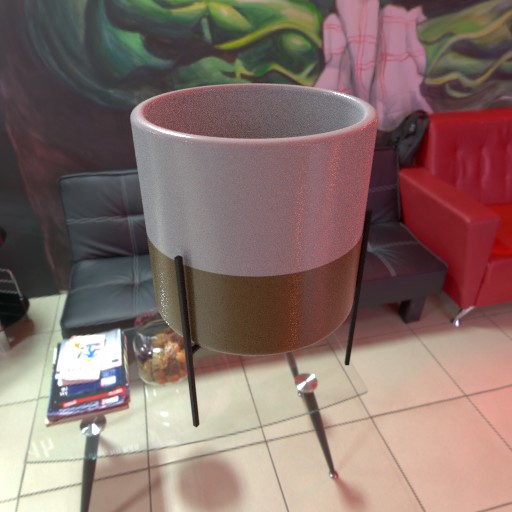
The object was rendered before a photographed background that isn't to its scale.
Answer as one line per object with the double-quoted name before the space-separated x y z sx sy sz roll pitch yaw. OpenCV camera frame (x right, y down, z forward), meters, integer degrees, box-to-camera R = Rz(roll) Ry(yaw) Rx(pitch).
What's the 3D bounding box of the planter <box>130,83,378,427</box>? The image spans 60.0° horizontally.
"planter" 0.000 0.000 0.658 0.310 0.432 0.310 10 33 16
